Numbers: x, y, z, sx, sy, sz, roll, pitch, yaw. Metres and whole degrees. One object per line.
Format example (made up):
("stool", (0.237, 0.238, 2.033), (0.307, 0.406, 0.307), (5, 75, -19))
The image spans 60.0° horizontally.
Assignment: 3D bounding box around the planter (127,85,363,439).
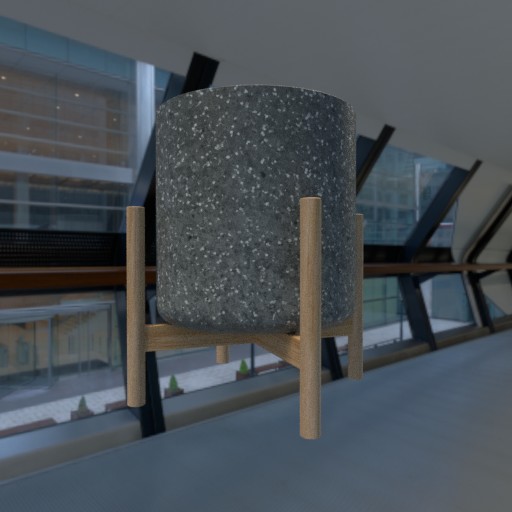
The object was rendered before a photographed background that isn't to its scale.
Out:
("planter", (0.000, 0.000, 0.690), (0.360, 0.419, 0.360), (0, 1, 2))
